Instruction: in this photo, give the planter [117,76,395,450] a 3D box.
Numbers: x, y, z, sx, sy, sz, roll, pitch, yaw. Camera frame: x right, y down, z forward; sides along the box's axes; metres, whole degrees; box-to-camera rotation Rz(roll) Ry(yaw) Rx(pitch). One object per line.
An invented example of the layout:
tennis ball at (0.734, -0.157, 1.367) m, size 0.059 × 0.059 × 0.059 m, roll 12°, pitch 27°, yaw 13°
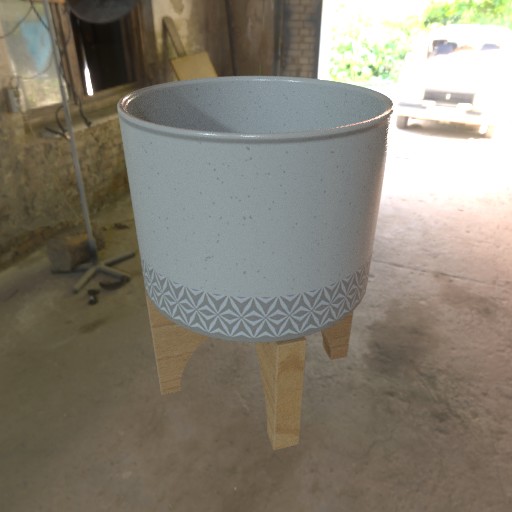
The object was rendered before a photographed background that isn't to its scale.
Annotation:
planter at (0.000, 0.000, 0.259) m, size 0.130 × 0.178 × 0.130 m, roll 0°, pitch 31°, yaw 0°
